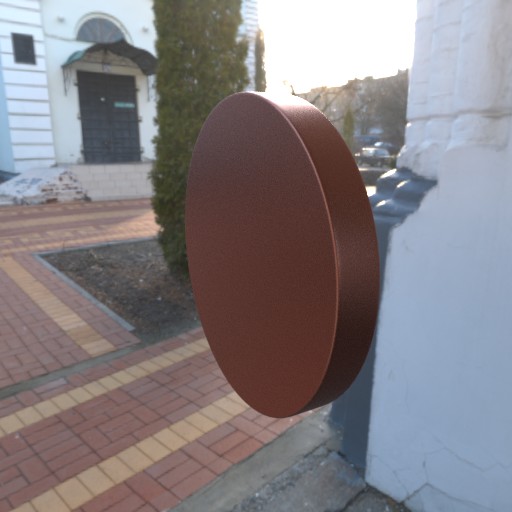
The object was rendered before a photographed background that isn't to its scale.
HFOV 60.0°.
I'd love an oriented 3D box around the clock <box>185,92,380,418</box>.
[{"bbox_3d":[0.000,0.000,0.453,0.040,0.313,0.313,-8,16,-28],"label":"clock"}]
